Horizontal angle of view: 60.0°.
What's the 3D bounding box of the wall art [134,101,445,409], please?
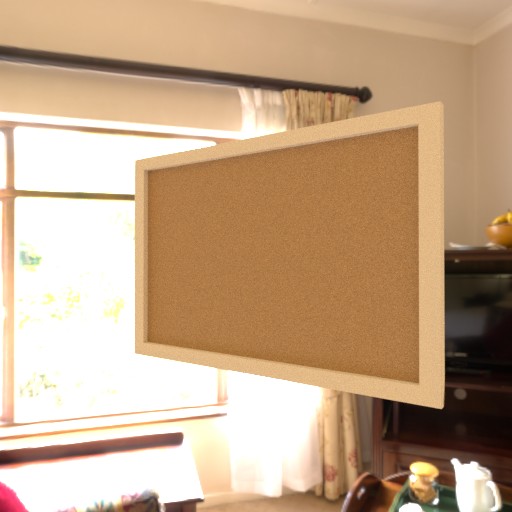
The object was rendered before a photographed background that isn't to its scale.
[{"bbox_3d":[0.000,0.000,1.442,1.144,0.767,0.038,0,-1,35],"label":"wall art"}]
